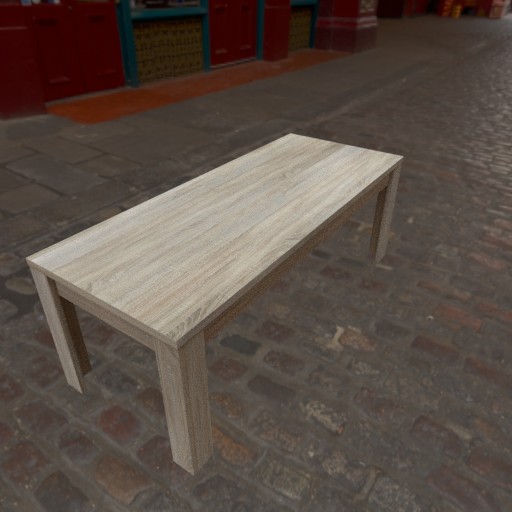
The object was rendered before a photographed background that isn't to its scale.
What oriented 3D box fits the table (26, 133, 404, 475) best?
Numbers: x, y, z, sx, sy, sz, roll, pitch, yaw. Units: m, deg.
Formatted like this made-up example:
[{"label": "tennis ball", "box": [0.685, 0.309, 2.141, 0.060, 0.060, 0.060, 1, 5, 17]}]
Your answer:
[{"label": "table", "box": [0.000, 0.000, 2.680, 0.900, 0.790, 2.200, 21, 38, 29]}]
